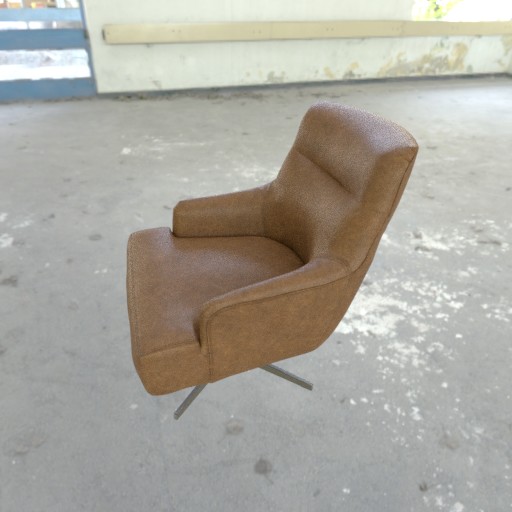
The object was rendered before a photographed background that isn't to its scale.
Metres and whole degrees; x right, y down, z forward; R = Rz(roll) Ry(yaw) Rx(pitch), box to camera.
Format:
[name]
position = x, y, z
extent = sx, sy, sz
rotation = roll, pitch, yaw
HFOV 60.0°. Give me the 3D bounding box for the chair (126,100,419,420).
[chair]
position = 0.000, 0.000, 1.501
extent = 0.874, 0.869, 0.729
rotation = -8, 31, -13
